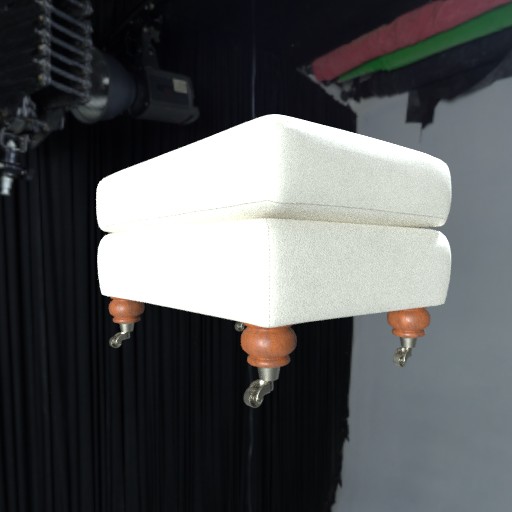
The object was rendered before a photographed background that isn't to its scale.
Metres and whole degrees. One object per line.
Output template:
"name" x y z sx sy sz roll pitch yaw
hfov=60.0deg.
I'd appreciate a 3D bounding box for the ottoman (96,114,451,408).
"ottoman" 0.000 0.000 1.121 0.569 0.499 0.773 0 0 -39
